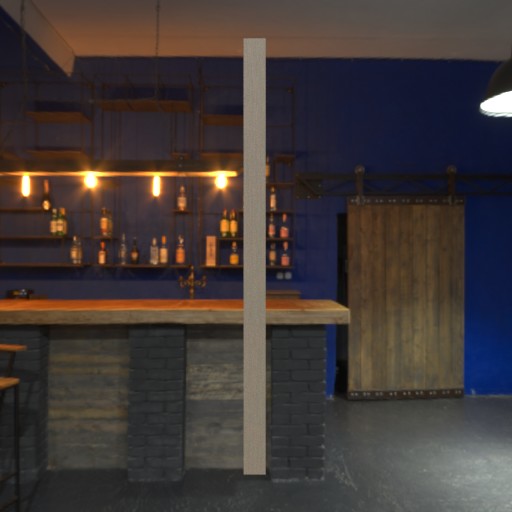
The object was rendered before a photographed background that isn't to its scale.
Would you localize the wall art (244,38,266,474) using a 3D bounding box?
[{"bbox_3d":[0.000,0.000,1.152,0.038,0.758,0.761,0,0,0],"label":"wall art"}]
